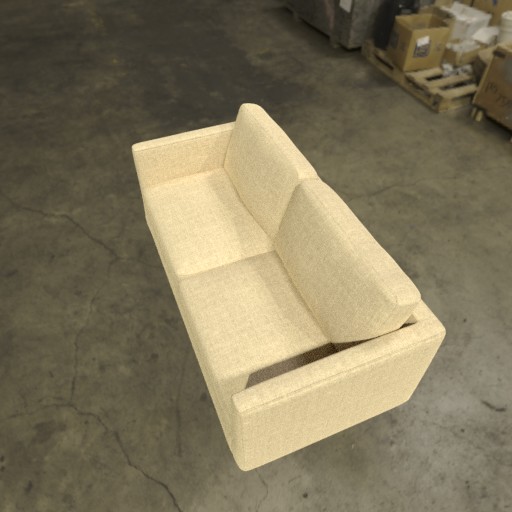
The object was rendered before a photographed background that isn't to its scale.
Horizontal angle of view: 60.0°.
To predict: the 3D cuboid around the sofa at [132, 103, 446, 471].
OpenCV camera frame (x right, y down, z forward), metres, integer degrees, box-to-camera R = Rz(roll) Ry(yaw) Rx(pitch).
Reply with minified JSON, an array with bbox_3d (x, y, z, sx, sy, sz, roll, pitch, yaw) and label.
[{"bbox_3d":[0.000,0.000,2.464,0.950,0.963,1.884,-17,49,-15],"label":"sofa"}]
